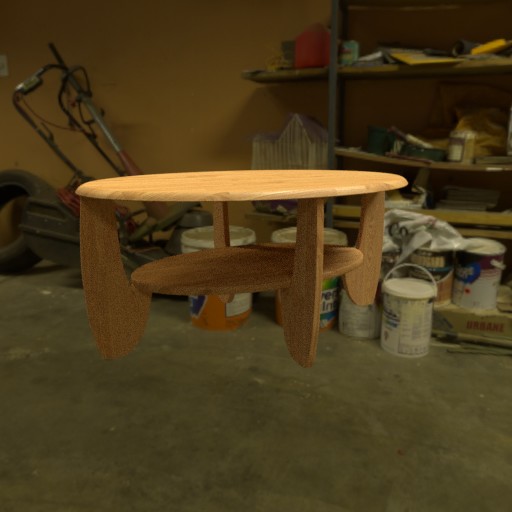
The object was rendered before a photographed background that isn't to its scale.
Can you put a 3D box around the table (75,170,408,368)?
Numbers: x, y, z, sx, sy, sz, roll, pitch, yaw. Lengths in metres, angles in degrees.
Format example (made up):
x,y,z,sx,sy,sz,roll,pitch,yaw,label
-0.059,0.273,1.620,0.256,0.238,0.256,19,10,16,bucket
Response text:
x,y,z,sx,sy,sz,roll,pitch,yaw,label
0.000,0.000,1.413,1.040,0.490,0.690,-7,17,-26,table
